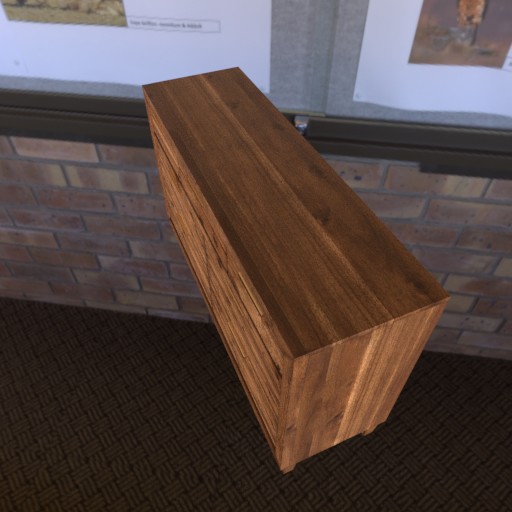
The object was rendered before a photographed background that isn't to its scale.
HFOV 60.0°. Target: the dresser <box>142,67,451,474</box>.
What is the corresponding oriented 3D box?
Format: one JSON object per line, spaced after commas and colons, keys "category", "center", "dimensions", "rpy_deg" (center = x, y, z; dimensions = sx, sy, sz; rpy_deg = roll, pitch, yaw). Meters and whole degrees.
{"category": "dresser", "center": [0.000, 0.000, 1.785], "dimensions": [0.438, 0.892, 1.387], "rpy_deg": [-18, 50, -16]}
